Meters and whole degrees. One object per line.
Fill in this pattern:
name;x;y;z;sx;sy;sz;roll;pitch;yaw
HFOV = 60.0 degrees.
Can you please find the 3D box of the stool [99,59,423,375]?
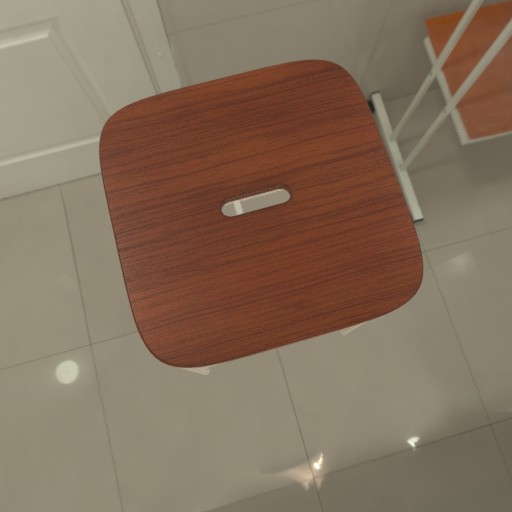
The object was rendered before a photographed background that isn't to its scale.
stool;0.000;0.000;0.847;0.376;0.610;0.376;-15;77;-4
